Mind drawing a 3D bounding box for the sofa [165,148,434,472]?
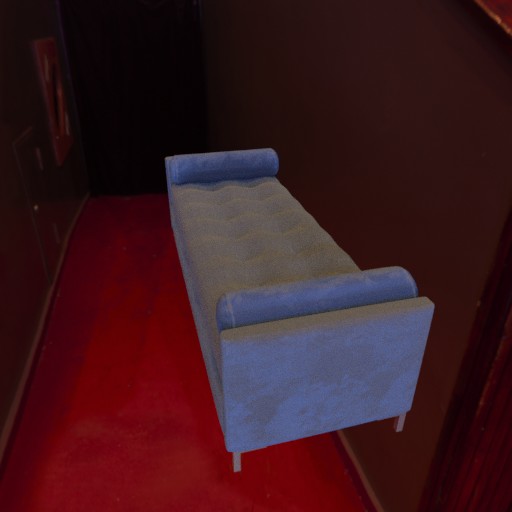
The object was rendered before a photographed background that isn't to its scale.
[{"bbox_3d":[0.000,0.000,2.493,0.796,0.705,2.102,-7,30,-13],"label":"sofa"}]
